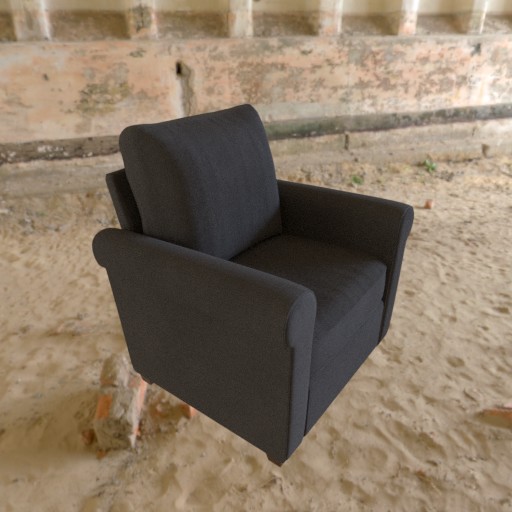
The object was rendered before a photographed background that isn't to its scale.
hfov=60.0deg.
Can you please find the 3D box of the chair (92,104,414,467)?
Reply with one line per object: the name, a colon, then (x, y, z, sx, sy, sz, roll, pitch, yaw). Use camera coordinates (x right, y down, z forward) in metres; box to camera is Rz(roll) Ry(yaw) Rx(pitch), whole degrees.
chair: (0.000, 0.000, 1.600, 0.828, 0.942, 0.867, 19, 33, 32)
